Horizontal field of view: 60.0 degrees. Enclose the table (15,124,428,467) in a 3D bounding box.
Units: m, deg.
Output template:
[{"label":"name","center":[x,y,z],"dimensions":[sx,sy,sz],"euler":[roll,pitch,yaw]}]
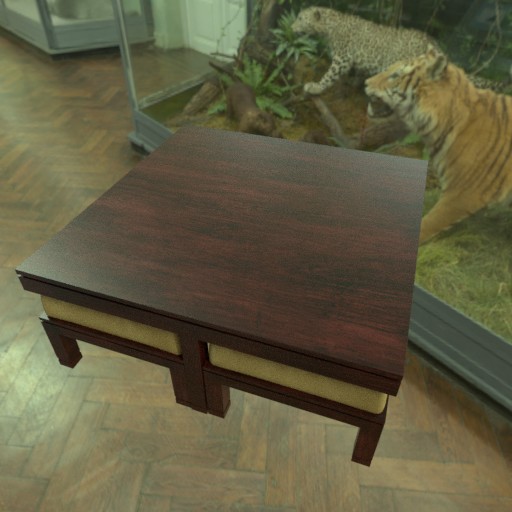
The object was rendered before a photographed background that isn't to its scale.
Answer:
[{"label":"table","center":[0.000,0.000,1.330],"dimensions":[0.865,0.356,0.865],"euler":[13,41,15]}]
